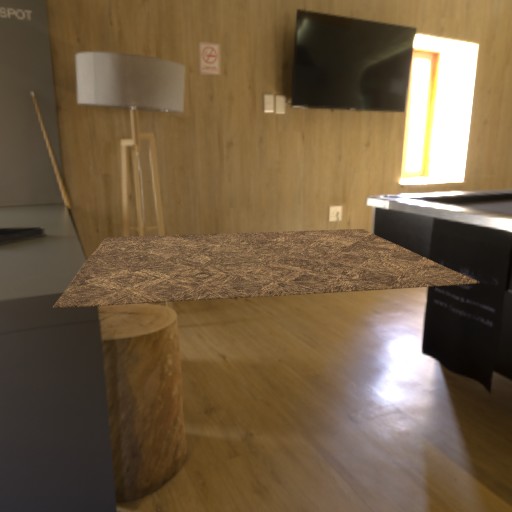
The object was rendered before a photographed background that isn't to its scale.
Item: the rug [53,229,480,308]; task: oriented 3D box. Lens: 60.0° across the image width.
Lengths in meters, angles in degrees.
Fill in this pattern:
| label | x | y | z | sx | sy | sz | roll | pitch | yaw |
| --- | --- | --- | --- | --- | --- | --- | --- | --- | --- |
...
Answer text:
| label | x | y | z | sx | sy | sz | roll | pitch | yaw |
| --- | --- | --- | --- | --- | --- | --- | --- | --- | --- |
| rug | 0.000 | 0.000 | 5.542 | 4.093 | 0.020 | 2.997 | -2 | 14 | -10 |
